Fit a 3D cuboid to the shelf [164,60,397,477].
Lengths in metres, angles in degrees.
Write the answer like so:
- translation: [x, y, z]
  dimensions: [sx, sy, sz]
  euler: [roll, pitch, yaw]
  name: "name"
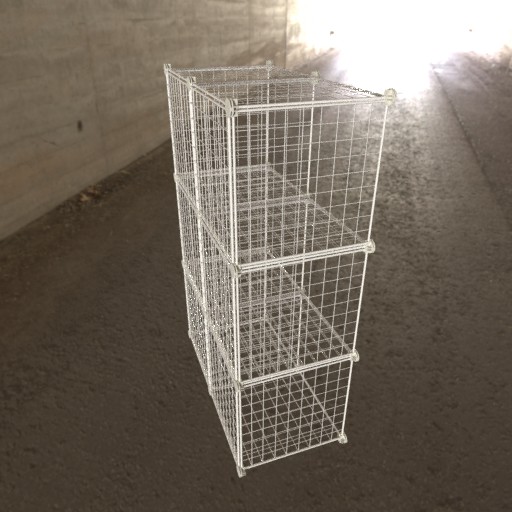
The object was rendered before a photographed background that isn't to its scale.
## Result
- translation: [0.000, 0.000, 1.392]
  dimensions: [0.356, 1.067, 0.711]
  euler: [-10, 30, -17]
  name: "shelf"
